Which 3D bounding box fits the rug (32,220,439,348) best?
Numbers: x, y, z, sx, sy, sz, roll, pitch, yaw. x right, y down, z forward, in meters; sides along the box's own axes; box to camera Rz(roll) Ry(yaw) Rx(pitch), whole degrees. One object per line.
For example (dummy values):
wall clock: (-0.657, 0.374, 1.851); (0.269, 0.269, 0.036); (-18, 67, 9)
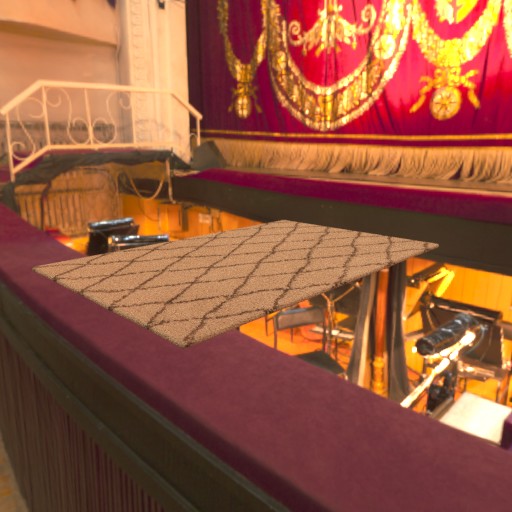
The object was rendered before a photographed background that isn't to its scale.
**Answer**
rug: (0.000, 0.000, 3.490); (1.778, 0.030, 2.743); (14, 20, 42)
